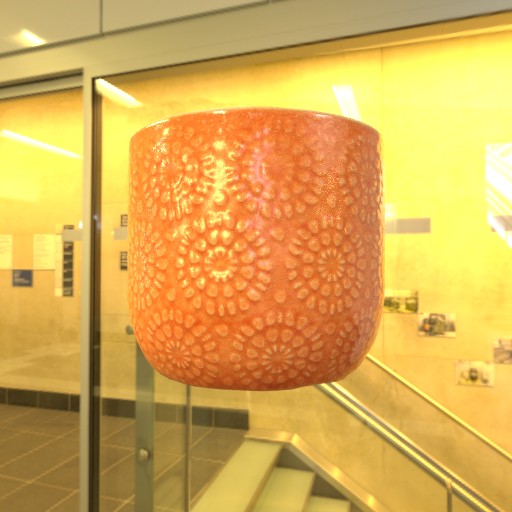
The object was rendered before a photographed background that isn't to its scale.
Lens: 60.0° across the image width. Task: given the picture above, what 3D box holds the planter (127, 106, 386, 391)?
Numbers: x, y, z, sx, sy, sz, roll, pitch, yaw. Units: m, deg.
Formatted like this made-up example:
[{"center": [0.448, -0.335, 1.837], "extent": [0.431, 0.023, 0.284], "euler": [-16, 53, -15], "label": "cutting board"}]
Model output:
[{"center": [0.000, 0.000, 0.297], "extent": [0.170, 0.152, 0.170], "euler": [0, -1, 0], "label": "planter"}]
